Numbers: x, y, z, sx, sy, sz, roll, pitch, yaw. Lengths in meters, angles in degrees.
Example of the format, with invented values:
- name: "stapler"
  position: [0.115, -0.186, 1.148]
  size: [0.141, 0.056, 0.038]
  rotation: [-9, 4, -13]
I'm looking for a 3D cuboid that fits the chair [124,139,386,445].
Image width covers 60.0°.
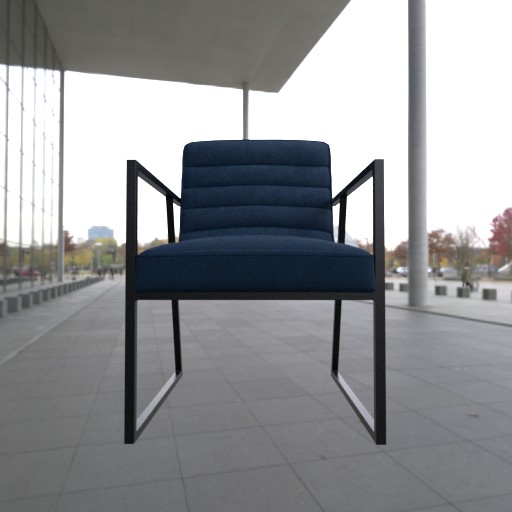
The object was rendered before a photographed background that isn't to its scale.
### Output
- name: "chair"
  position: [0.000, 0.000, 1.275]
  size: [0.571, 0.833, 0.677]
  rotation: [0, -1, 1]
